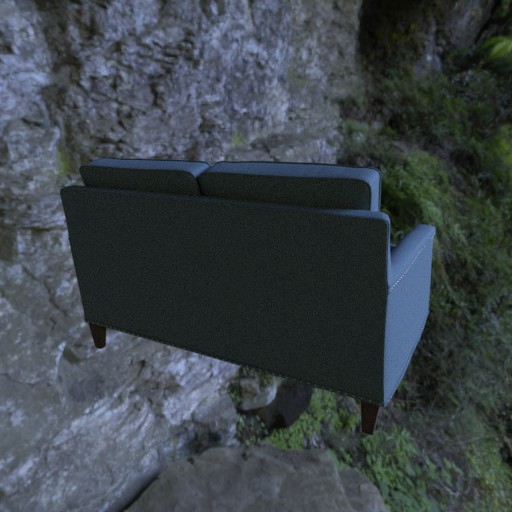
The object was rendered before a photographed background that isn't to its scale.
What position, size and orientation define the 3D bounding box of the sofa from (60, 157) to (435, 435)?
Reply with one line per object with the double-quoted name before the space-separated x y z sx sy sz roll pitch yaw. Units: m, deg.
"sofa" 0.000 0.000 2.245 1.597 1.003 1.084 9 18 27
